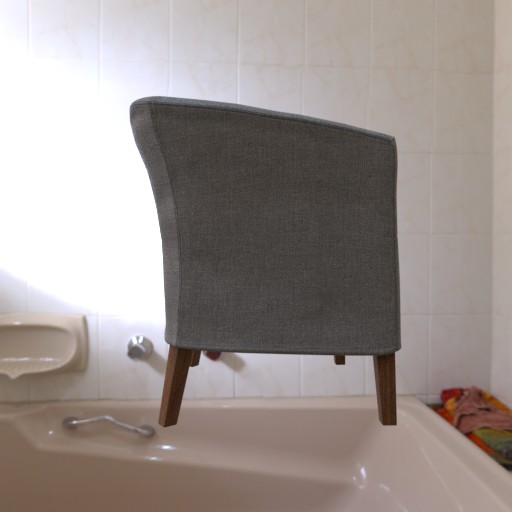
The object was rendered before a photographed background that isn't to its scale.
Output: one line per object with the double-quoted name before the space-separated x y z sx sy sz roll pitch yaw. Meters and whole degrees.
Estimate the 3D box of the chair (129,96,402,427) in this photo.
"chair" 0.000 0.000 1.279 0.668 0.771 0.600 0 1 -2
